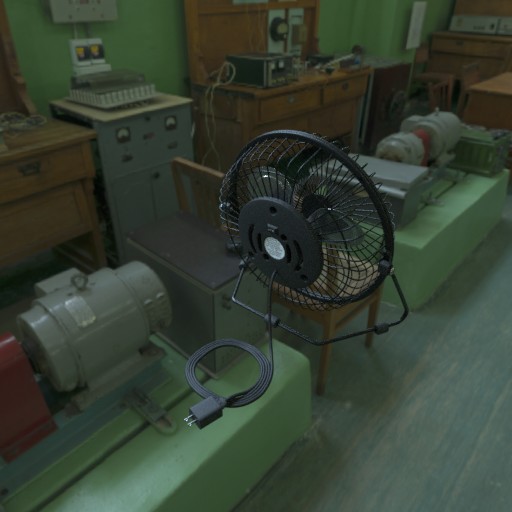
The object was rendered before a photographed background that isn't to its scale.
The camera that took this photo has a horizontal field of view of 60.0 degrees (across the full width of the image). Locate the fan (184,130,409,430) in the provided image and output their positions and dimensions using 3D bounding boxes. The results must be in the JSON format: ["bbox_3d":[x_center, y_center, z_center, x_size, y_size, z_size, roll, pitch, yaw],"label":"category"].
[{"bbox_3d":[0.000,0.000,0.381,0.209,0.188,0.227,24,39,33],"label":"fan"}]
